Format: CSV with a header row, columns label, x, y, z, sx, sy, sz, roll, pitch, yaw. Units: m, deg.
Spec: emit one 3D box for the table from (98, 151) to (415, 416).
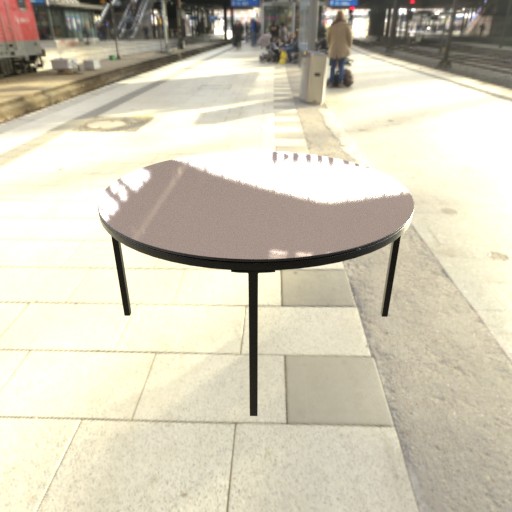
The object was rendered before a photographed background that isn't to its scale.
label,x,y,z,sx,sy,sz,roll,pitch,yaw
table,0.000,0.000,1.264,0.800,0.400,0.800,0,27,0
